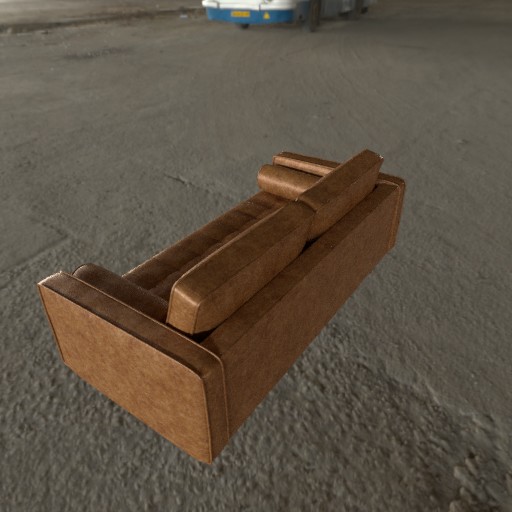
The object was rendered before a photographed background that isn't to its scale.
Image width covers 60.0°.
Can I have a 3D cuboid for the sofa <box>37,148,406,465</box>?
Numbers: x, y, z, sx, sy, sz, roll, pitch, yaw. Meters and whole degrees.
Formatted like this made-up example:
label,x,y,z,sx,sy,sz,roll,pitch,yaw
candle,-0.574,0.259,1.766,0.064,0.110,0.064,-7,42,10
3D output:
label,x,y,z,sx,sy,sz,roll,pitch,yaw
sofa,0.000,0.000,2.362,0.924,0.825,1.920,21,39,29
